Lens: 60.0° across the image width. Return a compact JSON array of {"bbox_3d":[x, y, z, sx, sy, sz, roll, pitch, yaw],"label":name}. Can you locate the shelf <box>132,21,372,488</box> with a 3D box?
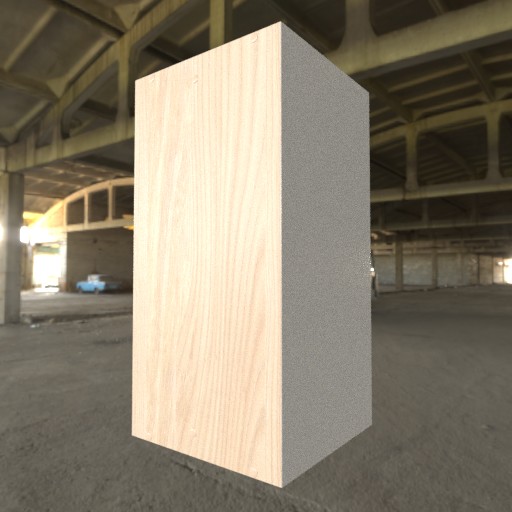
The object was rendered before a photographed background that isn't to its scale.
[{"bbox_3d":[0.000,0.000,0.767,0.297,0.594,0.290,-2,-3,37],"label":"shelf"}]
